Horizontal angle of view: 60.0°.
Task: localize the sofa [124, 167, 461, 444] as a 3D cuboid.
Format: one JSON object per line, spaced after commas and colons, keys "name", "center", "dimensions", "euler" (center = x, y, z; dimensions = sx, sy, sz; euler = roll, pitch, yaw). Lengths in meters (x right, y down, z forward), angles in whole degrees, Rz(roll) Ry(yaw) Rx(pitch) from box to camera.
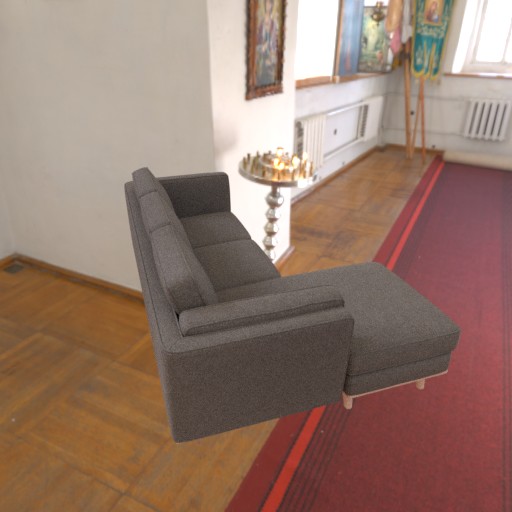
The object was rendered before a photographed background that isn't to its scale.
{"name": "sofa", "center": [0.000, 0.000, 3.133], "dimensions": [1.604, 0.929, 2.411], "euler": [-9, 28, -16]}
